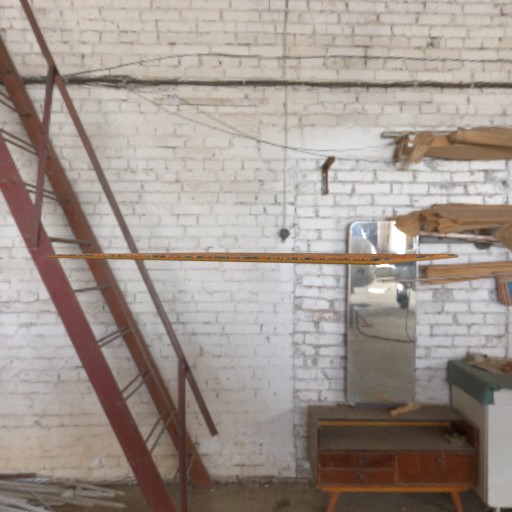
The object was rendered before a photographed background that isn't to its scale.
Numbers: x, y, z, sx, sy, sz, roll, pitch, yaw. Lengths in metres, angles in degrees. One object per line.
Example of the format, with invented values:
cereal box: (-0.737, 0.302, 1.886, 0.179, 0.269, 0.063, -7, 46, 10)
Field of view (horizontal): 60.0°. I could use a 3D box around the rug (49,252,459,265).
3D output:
rug: (0.000, 0.000, 2.933, 2.204, 0.024, 1.588, 1, 1, 34)
